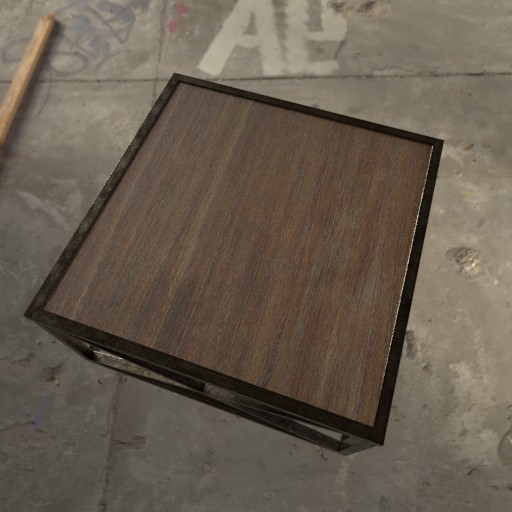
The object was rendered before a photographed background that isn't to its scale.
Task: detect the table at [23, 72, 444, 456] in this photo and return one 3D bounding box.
[{"bbox_3d":[0.000,0.000,1.420,0.899,0.451,0.909,17,64,9],"label":"table"}]
